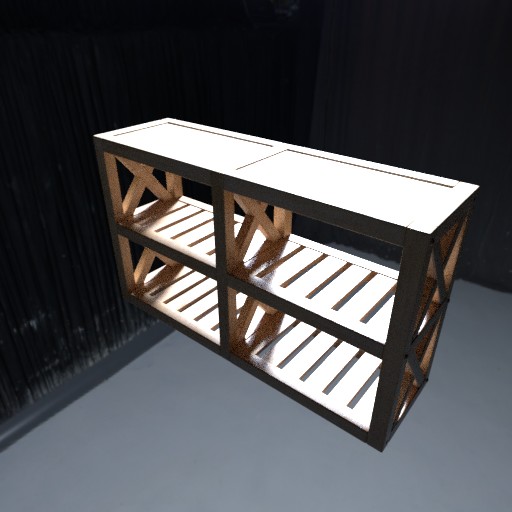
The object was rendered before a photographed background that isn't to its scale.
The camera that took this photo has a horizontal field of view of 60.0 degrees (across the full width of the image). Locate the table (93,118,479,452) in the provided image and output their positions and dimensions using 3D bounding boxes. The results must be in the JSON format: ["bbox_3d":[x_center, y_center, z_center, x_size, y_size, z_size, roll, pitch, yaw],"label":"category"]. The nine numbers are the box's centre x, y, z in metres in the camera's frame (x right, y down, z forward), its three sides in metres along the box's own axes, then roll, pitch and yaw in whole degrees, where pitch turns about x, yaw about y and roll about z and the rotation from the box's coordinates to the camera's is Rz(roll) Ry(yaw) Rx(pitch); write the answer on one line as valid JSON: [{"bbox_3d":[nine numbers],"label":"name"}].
[{"bbox_3d":[0.000,0.000,1.662,1.320,0.762,0.381,22,37,33],"label":"table"}]
